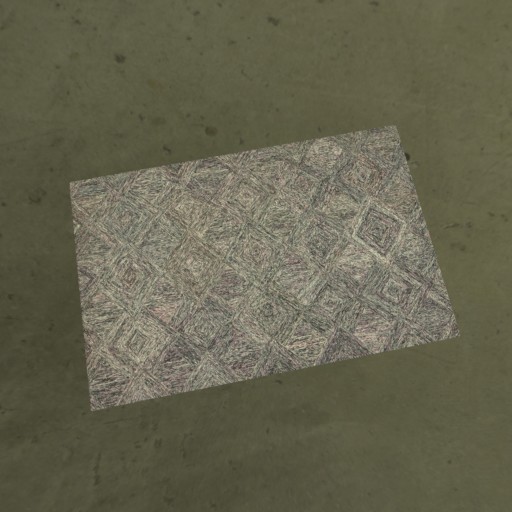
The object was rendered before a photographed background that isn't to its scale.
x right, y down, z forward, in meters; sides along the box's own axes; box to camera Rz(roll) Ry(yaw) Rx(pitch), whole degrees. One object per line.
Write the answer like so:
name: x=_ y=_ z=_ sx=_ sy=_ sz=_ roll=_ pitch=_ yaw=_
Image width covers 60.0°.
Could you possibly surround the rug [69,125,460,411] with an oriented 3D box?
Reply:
rug: x=0.000 y=0.000 z=2.887 sx=2.298 sy=0.017 sz=1.501 roll=-11 pitch=76 yaw=-3
